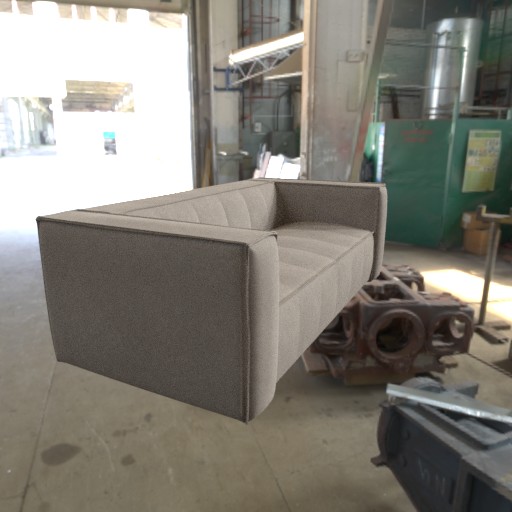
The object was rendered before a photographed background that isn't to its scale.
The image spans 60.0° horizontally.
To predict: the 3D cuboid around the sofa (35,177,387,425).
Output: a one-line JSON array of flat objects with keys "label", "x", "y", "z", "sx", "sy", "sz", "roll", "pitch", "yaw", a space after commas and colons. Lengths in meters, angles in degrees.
[{"label": "sofa", "x": 0.000, "y": 0.000, "z": 2.463, "sx": 1.038, "sy": 0.680, "sz": 1.995, "roll": 8, "pitch": 17, "yaw": 27}]
